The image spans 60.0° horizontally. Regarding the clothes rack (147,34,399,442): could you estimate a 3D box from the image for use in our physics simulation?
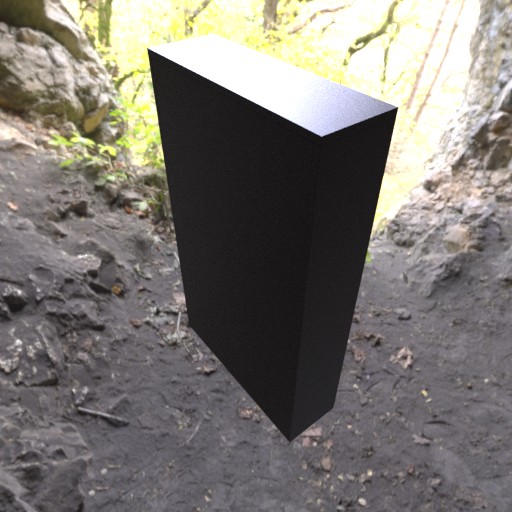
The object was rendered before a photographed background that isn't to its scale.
[{"bbox_3d":[0.000,0.000,1.589,0.250,1.280,0.750,-27,48,-28],"label":"clothes rack"}]
